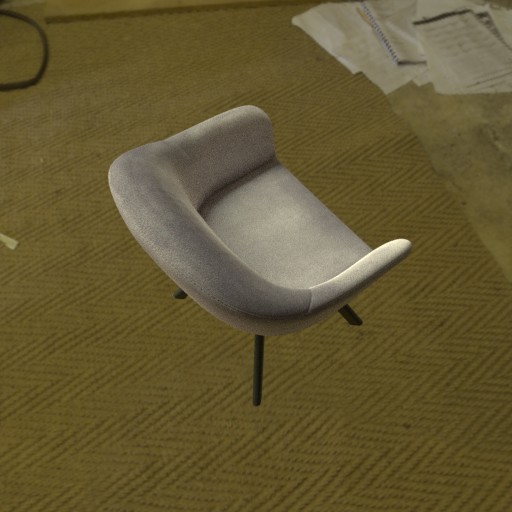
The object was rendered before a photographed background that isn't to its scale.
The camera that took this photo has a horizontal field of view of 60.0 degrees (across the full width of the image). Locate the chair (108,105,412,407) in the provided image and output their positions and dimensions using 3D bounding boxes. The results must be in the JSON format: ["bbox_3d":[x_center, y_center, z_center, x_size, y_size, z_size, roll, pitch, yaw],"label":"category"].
[{"bbox_3d":[0.000,0.000,1.153,0.540,0.780,0.570,-33,65,-18],"label":"chair"}]
